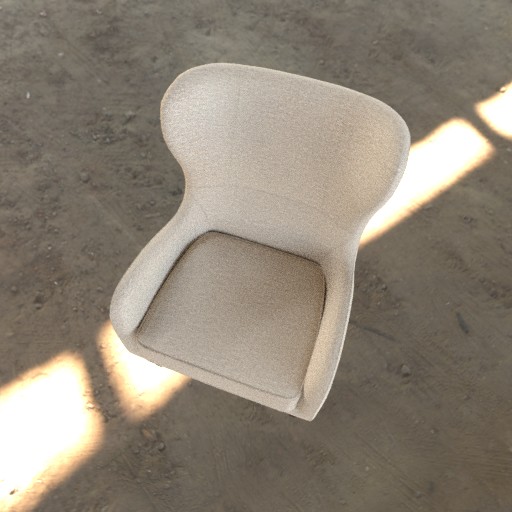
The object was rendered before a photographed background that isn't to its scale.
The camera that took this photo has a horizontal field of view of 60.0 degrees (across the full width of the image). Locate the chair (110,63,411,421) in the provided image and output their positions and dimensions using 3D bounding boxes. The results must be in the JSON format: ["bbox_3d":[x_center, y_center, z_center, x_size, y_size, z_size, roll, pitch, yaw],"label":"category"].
[{"bbox_3d":[0.000,0.000,1.780,0.861,1.064,0.984,18,61,10],"label":"chair"}]
